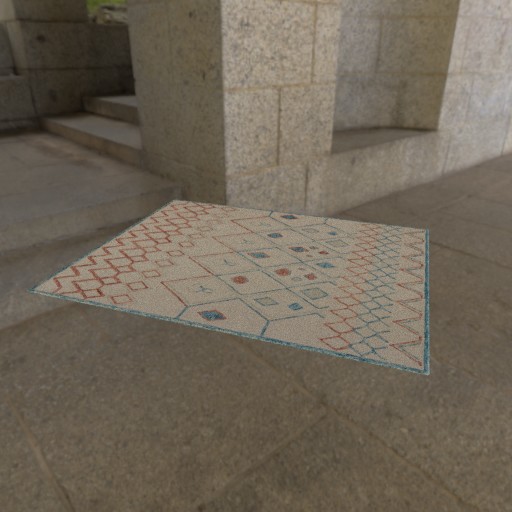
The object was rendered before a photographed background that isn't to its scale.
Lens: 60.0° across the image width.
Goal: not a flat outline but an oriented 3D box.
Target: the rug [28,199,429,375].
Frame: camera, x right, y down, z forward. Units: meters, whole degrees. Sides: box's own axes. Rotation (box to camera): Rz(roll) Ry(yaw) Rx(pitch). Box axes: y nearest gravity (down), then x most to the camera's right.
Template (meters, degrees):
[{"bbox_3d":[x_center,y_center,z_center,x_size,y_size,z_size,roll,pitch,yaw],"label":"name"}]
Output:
[{"bbox_3d":[0.000,0.000,4.148,3.050,0.016,2.441,9,27,17],"label":"rug"}]
